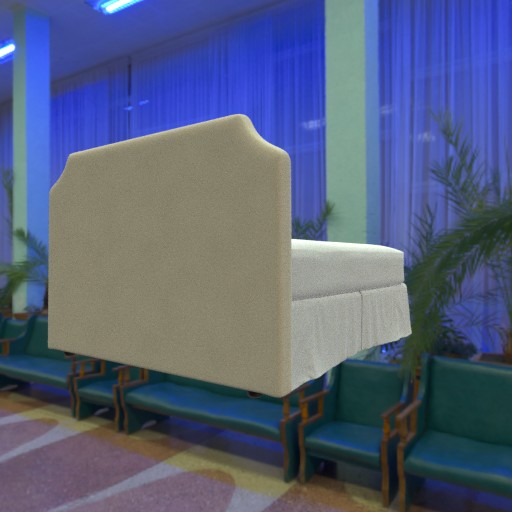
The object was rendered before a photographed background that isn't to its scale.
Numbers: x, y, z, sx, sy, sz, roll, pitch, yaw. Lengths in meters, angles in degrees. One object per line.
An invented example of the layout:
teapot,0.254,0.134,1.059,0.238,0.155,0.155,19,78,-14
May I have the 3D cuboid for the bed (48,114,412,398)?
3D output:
bed,0.000,0.000,3.284,1.827,1.296,2.209,0,0,35
